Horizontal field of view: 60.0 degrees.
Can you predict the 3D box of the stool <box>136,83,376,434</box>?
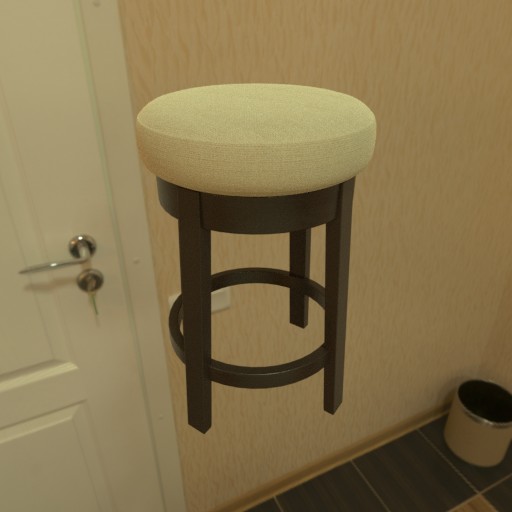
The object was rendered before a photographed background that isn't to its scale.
[{"bbox_3d":[0.000,0.000,0.948,0.449,0.655,0.449,0,30,0],"label":"stool"}]
